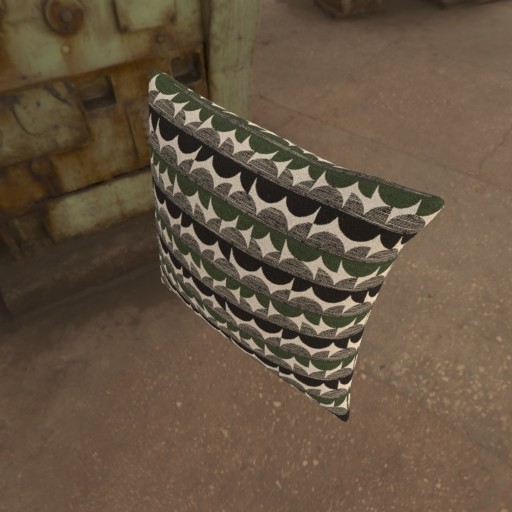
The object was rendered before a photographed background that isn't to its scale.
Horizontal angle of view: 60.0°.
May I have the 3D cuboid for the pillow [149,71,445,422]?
[{"bbox_3d":[0.000,0.000,0.635,0.419,0.404,0.180,32,56,26],"label":"pillow"}]
